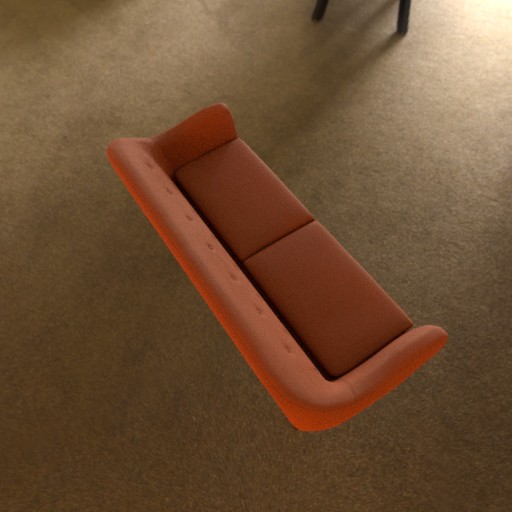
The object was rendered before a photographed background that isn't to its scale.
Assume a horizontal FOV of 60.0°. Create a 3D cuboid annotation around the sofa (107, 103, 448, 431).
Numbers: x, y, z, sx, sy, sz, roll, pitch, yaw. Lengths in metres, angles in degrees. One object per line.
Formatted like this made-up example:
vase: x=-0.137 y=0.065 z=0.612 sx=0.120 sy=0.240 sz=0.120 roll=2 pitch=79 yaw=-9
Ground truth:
sofa: x=0.000 y=0.000 z=2.326 sx=0.820 sy=0.836 sz=1.840 roll=-30 pitch=63 yaw=-17
